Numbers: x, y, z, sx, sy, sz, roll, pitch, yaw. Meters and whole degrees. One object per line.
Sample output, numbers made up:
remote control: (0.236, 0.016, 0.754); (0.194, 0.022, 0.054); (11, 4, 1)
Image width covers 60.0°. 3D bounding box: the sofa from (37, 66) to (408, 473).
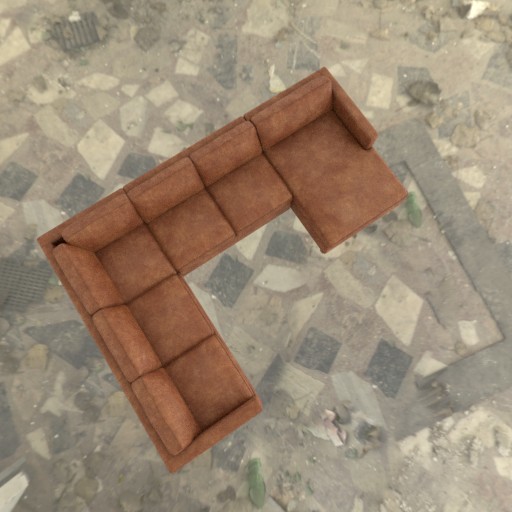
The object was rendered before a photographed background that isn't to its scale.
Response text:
sofa: (0.000, 0.000, 4.405); (3.324, 0.888, 2.452); (-33, 79, -7)
